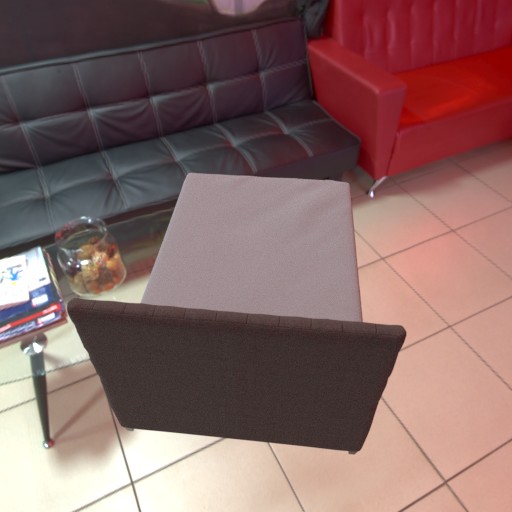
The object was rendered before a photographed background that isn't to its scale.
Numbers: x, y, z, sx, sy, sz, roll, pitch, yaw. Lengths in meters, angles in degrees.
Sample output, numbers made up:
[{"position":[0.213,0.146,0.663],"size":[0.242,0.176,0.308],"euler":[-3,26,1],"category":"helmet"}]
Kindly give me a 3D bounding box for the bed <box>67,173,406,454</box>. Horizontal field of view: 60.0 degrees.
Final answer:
[{"position":[0.000,0.000,3.461],"size":[1.698,1.427,2.387],"euler":[4,46,4],"category":"bed"}]
